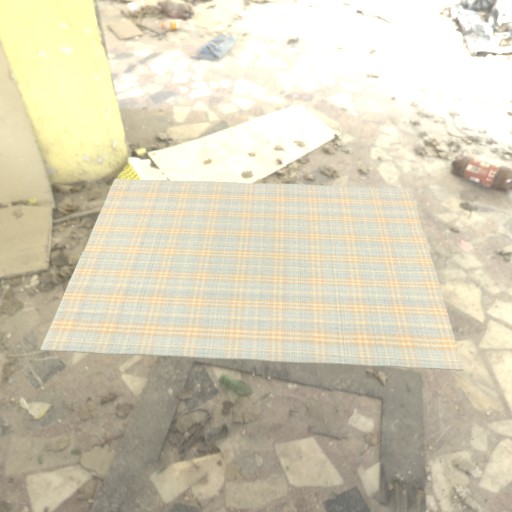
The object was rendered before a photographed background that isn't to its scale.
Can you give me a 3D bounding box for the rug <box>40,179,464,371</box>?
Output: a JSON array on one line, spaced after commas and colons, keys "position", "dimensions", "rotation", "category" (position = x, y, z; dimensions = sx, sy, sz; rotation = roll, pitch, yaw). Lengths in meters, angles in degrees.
[{"position": [0.000, 0.000, 2.321], "dimensions": [1.835, 0.012, 1.231], "rotation": [2, 47, 2], "category": "rug"}]
